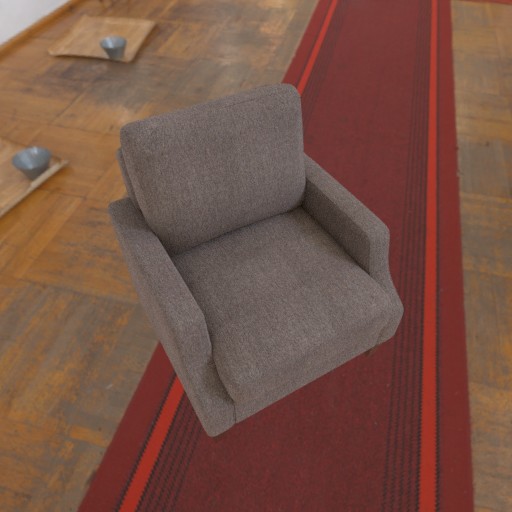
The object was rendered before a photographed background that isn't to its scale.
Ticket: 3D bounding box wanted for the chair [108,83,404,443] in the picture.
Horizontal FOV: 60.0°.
[{"bbox_3d":[0.000,0.000,1.686,0.855,0.993,0.897,-23,51,-20],"label":"chair"}]
